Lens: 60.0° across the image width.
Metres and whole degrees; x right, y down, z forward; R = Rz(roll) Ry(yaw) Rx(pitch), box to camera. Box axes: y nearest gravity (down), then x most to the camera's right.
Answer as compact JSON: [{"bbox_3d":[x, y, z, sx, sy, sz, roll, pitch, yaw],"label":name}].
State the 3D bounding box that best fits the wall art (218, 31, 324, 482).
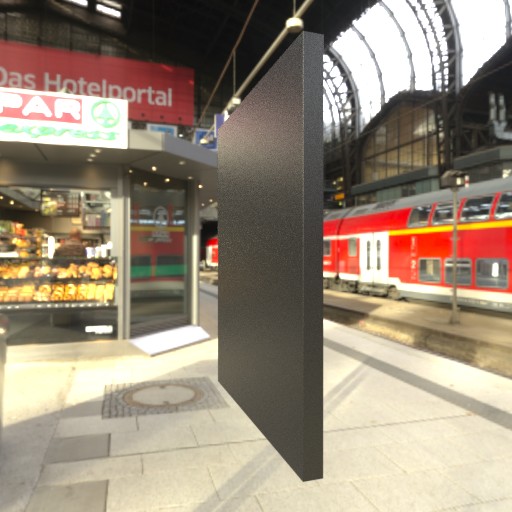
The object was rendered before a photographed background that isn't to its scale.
[{"bbox_3d":[0.000,0.000,0.768,0.028,0.557,0.457,0,0,-18],"label":"wall art"}]
